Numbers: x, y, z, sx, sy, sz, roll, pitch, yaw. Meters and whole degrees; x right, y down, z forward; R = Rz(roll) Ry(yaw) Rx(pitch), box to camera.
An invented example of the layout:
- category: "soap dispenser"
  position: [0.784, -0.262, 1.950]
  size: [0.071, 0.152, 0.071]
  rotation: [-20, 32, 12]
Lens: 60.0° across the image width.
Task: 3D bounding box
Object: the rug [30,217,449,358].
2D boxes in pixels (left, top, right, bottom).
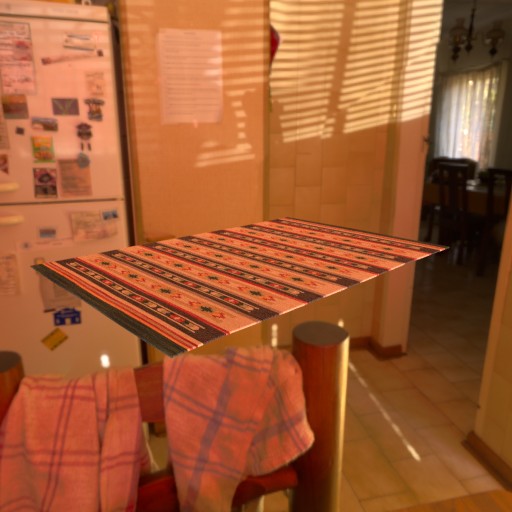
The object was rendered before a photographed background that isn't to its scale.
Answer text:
- category: "rug"
  position: [0.000, 0.000, 2.293]
  size: [1.825, 0.009, 1.221]
  rotation: [-14, 21, -41]
